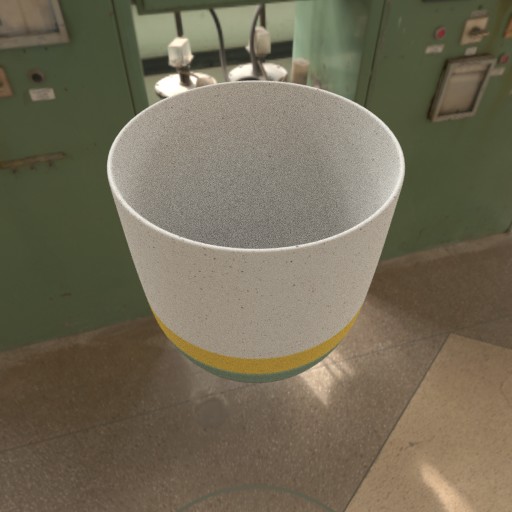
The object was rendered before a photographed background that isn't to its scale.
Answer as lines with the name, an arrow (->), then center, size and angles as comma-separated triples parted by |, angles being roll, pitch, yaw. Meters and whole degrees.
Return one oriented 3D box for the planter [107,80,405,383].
planter -> 0.000, 0.000, 0.374 | 0.195, 0.214, 0.195 | 0, 47, 0
